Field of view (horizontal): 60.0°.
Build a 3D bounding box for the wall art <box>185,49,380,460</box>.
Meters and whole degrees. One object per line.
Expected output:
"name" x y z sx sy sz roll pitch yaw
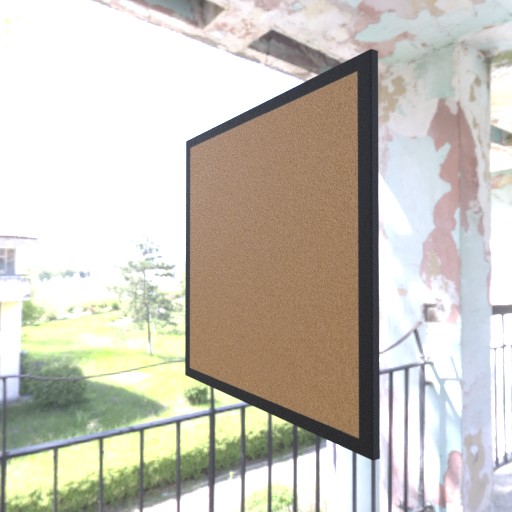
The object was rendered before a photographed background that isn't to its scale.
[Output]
"wall art" 0.000 0.000 0.979 0.016 0.659 0.663 1 -1 -35
